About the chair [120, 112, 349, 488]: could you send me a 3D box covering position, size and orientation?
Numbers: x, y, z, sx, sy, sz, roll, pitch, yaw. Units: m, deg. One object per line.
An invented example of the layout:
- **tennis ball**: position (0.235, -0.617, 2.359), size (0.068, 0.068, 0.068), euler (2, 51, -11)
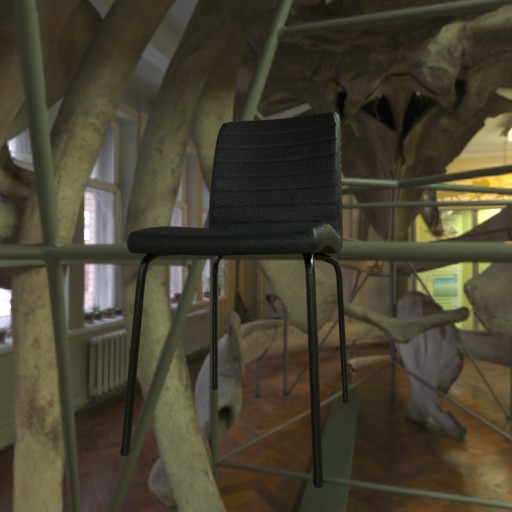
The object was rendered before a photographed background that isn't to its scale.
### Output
- **chair**: position (0.000, 0.000, 1.169), size (0.450, 0.872, 0.572), euler (0, 0, 18)
